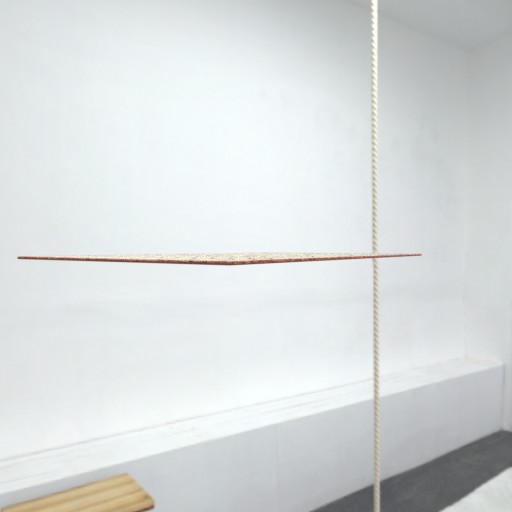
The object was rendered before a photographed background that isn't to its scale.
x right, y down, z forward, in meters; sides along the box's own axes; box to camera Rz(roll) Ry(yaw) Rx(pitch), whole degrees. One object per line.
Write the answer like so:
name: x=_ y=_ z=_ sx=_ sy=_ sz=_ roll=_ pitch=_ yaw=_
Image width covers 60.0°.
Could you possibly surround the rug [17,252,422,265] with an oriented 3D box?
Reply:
rug: x=0.000 y=0.000 z=3.008 sx=1.524 sy=0.015 sz=2.438 roll=1 pitch=1 yaw=36
